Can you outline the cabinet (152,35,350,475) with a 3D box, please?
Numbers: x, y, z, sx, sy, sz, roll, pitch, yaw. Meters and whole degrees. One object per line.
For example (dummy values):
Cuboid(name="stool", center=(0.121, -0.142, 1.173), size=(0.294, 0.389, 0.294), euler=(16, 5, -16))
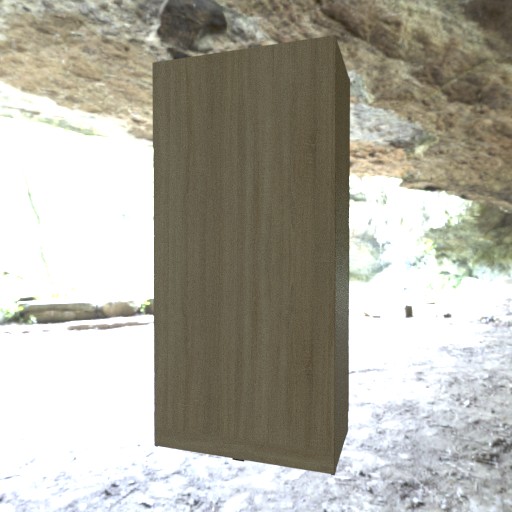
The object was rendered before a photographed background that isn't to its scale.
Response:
Cuboid(name="cabinet", center=(0.000, 0.000, 2.566), size=(1.001, 2.121, 0.590), euler=(0, 1, 18))
